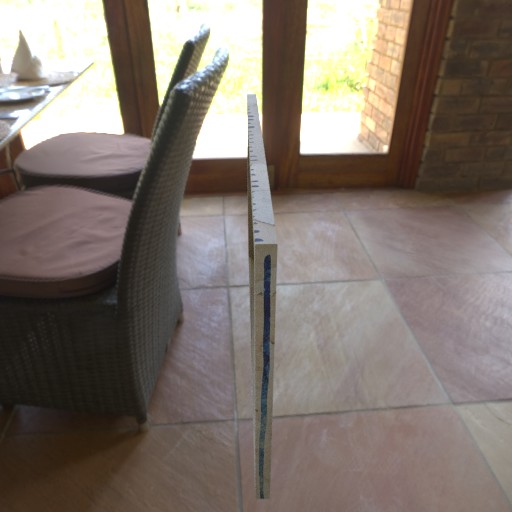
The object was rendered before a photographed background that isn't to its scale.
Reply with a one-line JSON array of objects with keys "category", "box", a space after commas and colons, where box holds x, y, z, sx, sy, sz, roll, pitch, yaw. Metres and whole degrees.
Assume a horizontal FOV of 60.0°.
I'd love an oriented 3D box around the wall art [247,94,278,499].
[{"category": "wall art", "box": [0.000, 0.000, 1.420, 0.038, 0.757, 1.143, -1, 32, -1]}]
